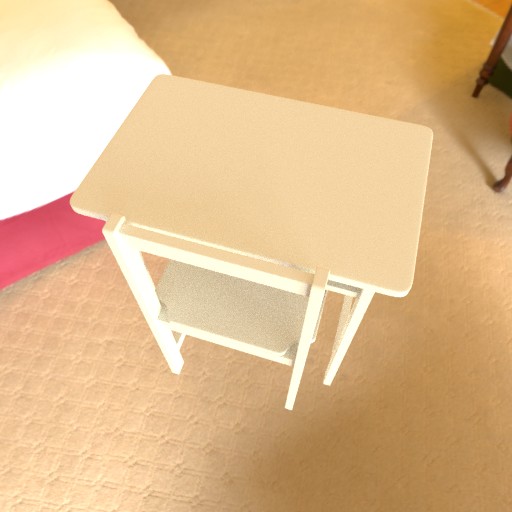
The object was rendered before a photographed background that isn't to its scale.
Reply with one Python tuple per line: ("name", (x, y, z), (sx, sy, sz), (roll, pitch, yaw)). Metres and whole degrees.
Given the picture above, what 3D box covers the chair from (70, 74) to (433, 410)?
("chair", (0.000, 0.000, 1.037), (0.599, 0.673, 0.461), (15, 59, 9))
